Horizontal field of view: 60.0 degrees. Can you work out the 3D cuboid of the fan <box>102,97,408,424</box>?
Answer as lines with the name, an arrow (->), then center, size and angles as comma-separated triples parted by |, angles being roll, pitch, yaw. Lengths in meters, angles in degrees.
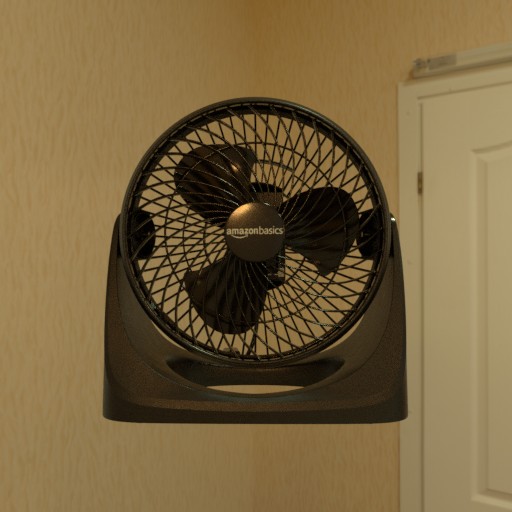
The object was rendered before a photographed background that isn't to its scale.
fan -> 0.000, 0.000, 0.488 | 0.273, 0.277, 0.256 | 0, 0, 1
